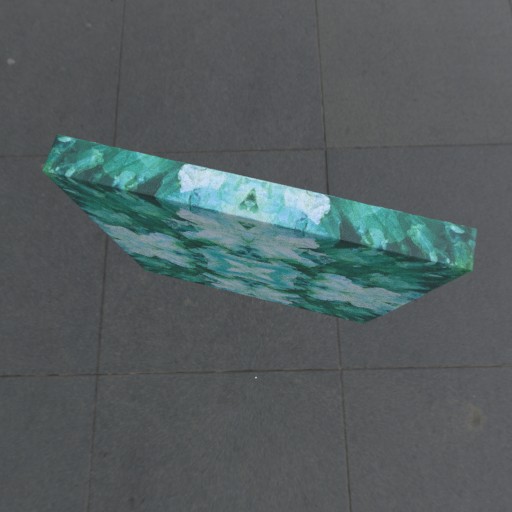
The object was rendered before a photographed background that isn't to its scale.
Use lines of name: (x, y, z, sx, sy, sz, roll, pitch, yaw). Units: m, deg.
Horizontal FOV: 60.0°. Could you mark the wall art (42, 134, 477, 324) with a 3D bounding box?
wall art: (0.000, 0.000, 0.466, 0.313, 0.313, 0.033, 13, 75, 4)
